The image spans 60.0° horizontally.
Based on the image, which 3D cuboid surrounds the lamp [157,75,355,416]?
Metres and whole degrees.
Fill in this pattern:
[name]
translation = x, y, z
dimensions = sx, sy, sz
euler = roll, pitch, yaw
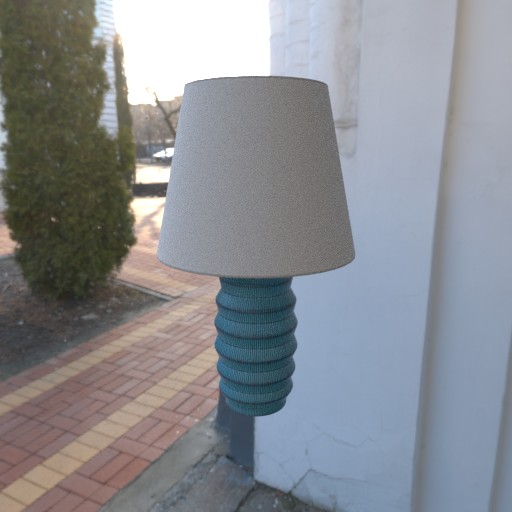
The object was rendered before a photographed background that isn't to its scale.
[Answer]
[lamp]
translation = 0.000, 0.000, 0.811
dimensions = 0.355, 0.582, 0.355
euler = 0, 13, 0
